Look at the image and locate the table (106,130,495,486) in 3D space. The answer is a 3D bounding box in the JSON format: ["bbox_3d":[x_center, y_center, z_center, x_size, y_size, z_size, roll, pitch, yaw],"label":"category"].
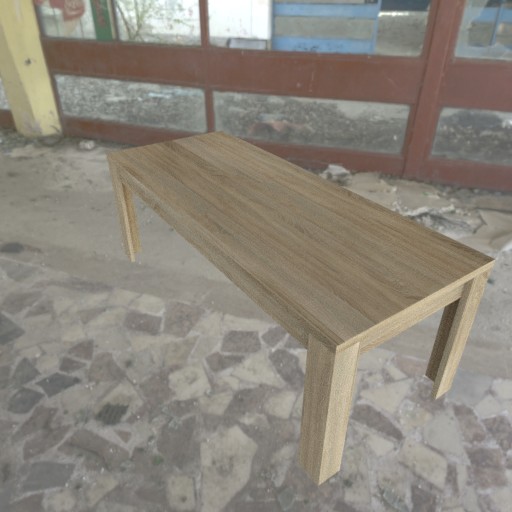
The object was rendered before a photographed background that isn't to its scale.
[{"bbox_3d":[0.000,0.000,2.602,0.900,0.790,2.200,-20,38,-29],"label":"table"}]
